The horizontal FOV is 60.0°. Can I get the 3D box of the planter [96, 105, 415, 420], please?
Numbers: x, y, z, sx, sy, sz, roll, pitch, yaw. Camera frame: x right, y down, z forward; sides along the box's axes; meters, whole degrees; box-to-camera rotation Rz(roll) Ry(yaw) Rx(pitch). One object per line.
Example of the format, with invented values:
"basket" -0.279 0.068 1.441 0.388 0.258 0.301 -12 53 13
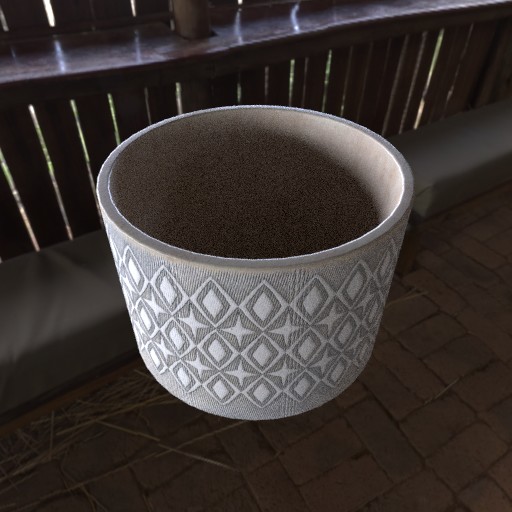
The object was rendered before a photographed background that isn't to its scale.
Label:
"planter" 0.000 0.000 0.277 0.164 0.127 0.164 0 41 0
